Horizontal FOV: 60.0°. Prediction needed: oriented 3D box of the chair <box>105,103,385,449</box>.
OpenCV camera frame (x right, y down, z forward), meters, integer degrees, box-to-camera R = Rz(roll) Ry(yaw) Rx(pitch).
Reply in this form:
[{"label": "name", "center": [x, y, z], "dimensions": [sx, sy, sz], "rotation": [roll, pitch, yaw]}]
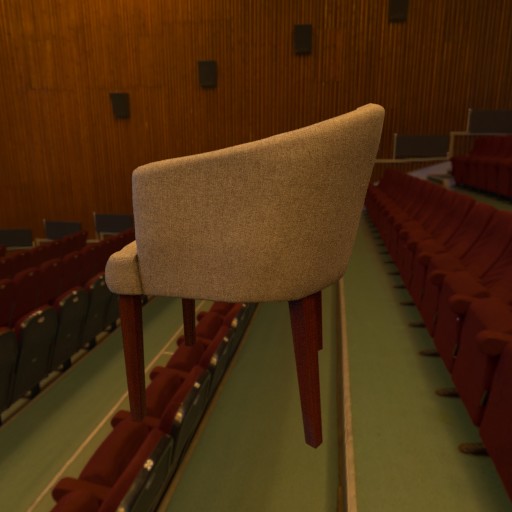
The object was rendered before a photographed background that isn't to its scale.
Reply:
[{"label": "chair", "center": [0.000, 0.000, 1.262], "dimensions": [0.655, 0.811, 0.583], "rotation": [2, 15, 9]}]
